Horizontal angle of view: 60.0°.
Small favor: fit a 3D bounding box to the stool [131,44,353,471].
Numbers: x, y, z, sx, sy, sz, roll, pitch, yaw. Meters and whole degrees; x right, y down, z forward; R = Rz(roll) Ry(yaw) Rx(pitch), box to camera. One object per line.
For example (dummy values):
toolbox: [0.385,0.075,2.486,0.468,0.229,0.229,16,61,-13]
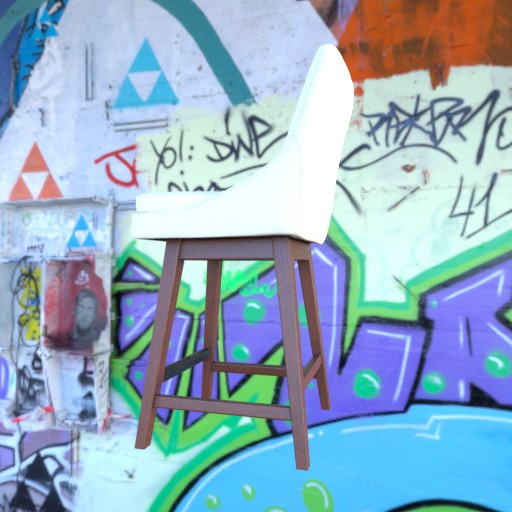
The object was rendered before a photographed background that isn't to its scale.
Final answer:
stool: [0.000,0.000,1.297,0.559,0.991,0.469,0,-1,16]
